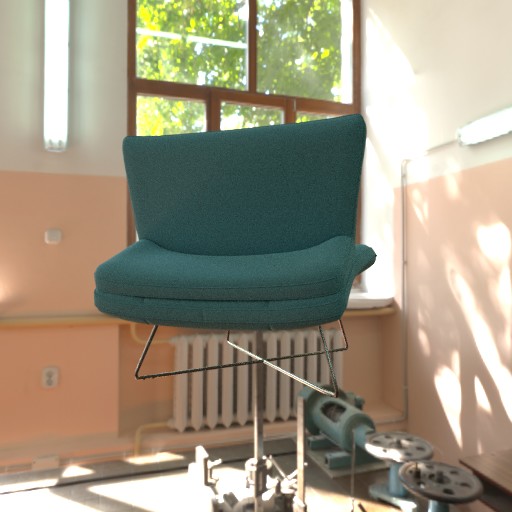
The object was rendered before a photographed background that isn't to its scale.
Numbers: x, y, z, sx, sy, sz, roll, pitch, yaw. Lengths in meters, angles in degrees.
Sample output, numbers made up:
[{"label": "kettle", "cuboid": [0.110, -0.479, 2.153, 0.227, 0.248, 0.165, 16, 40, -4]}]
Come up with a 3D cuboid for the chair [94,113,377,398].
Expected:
[{"label": "chair", "cuboid": [0.000, 0.000, 1.684, 0.859, 0.855, 1.008, 0, -1, 17]}]
